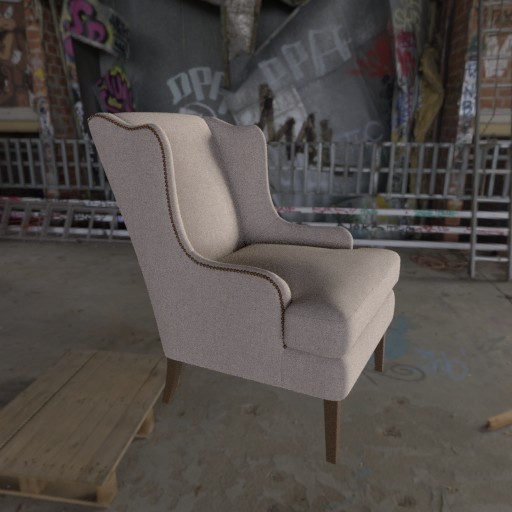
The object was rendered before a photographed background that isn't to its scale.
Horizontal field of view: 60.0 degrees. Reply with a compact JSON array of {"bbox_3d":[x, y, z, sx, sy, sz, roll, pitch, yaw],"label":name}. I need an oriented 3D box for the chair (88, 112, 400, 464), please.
[{"bbox_3d":[0.000,0.000,1.656,0.940,1.029,0.737,9,18,27],"label":"chair"}]
